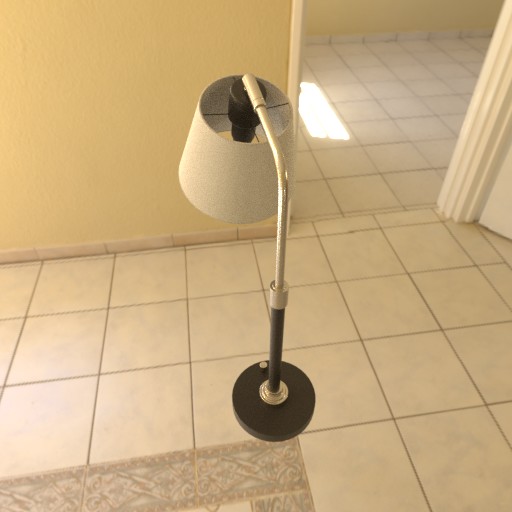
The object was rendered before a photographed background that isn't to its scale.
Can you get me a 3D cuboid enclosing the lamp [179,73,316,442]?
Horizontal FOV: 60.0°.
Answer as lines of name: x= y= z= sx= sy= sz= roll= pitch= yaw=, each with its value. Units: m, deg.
lamp: x=0.000 y=0.000 z=0.688 sx=0.181 sy=0.539 sz=0.348 roll=-12 pitch=44 yaw=-13
